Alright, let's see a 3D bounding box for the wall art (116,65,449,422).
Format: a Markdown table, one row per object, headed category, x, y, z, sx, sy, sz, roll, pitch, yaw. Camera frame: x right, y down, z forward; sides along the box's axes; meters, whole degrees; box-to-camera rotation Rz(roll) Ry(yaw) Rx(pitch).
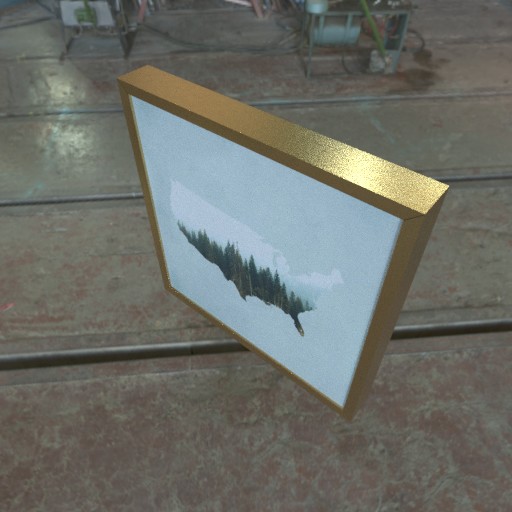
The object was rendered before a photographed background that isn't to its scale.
| category | x | y | z | sx | sy | sz | roll | pitch | yaw |
| --- | --- | --- | --- | --- | --- | --- | --- | --- | --- |
| wall art | 0.000 | 0.000 | 0.463 | 0.304 | 0.304 | 0.038 | 31 | 53 | 26 |
